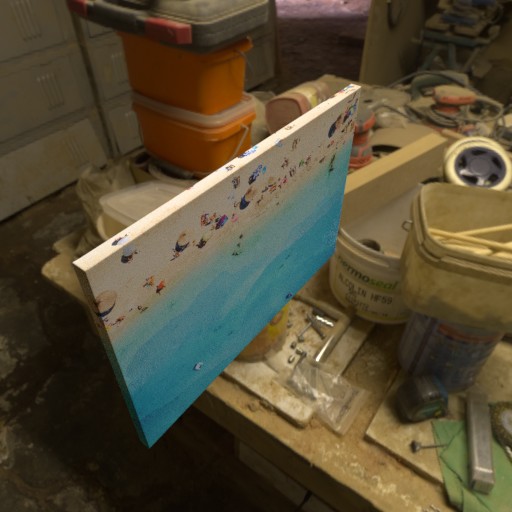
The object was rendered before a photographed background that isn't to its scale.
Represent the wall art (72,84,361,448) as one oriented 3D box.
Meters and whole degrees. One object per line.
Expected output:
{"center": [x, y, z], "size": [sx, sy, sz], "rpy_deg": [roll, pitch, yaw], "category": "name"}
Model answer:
{"center": [0.000, 0.000, 1.450], "size": [0.040, 0.769, 1.136], "rpy_deg": [27, 49, 27], "category": "wall art"}
